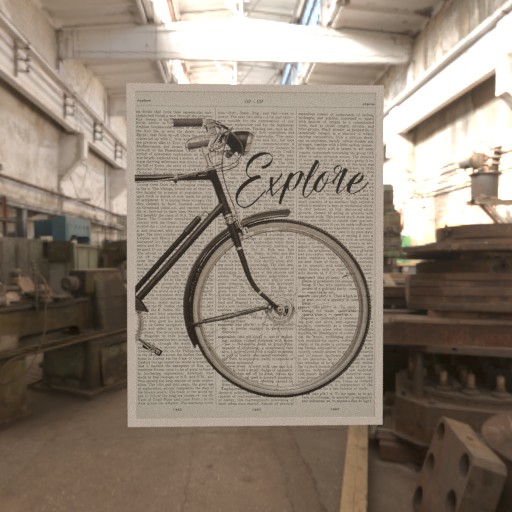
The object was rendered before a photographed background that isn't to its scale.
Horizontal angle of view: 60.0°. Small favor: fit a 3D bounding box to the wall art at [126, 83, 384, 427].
[{"bbox_3d":[0.000,0.000,0.792,0.457,0.610,0.003,0,1,-1],"label":"wall art"}]
